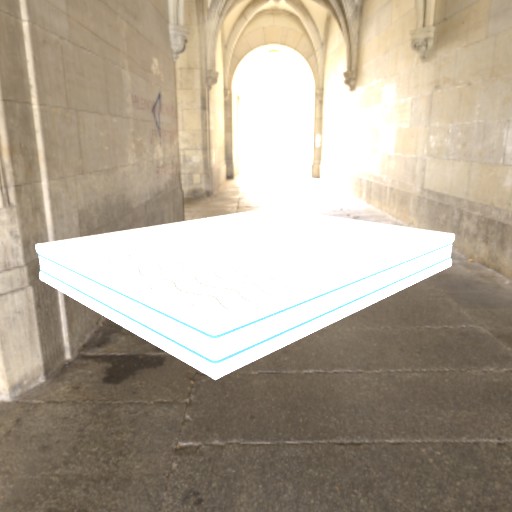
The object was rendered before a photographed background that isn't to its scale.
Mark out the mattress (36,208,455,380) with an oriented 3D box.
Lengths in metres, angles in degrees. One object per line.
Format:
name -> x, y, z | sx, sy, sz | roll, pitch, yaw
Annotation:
mattress -> 0.000, 0.000, 2.713 | 1.600, 0.230, 2.000 | 14, 20, 43
